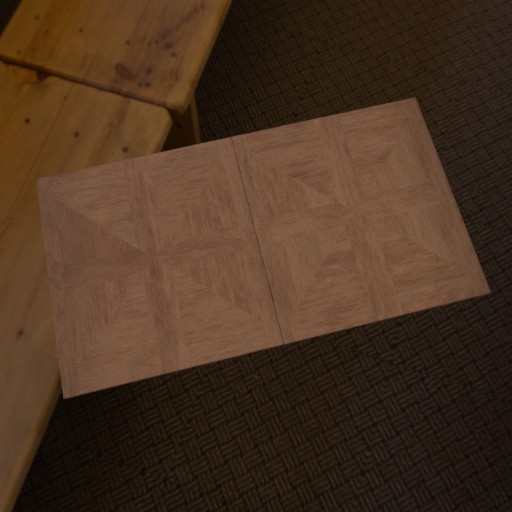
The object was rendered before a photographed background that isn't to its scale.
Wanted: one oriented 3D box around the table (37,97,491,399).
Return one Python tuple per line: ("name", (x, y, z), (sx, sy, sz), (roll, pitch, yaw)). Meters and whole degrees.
("table", (0.000, 0.000, 2.387), (1.881, 0.768, 1.016), (-13, 75, -4))
